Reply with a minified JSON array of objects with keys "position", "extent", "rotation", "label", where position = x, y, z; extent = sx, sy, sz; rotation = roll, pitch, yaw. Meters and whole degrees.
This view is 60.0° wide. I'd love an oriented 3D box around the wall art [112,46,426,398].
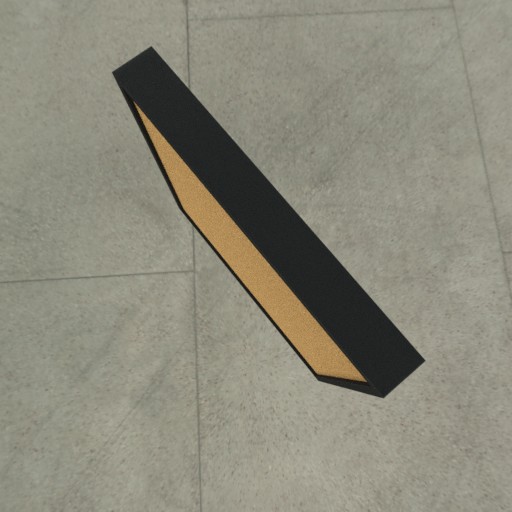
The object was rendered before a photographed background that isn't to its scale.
[{"position":[0.000,0.000,0.461],"extent":[0.037,0.305,0.305],"rotation":[-38,79,-9],"label":"wall art"}]
